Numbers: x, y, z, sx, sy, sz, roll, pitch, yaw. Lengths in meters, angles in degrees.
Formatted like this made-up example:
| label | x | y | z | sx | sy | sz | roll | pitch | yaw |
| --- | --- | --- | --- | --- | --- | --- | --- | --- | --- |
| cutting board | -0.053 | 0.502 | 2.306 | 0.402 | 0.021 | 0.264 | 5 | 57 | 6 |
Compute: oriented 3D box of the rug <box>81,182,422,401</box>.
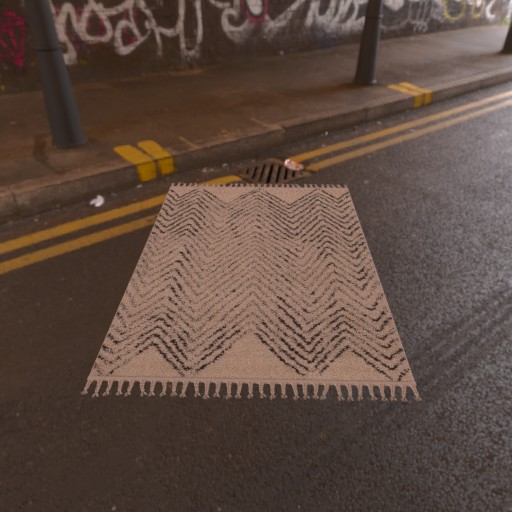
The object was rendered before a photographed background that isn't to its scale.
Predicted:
| label | x | y | z | sx | sy | sz | roll | pitch | yaw |
| --- | --- | --- | --- | --- | --- | --- | --- | --- | --- |
| rug | 0.000 | 0.000 | 2.344 | 1.230 | 0.014 | 1.847 | 1 | 34 | 1 |
